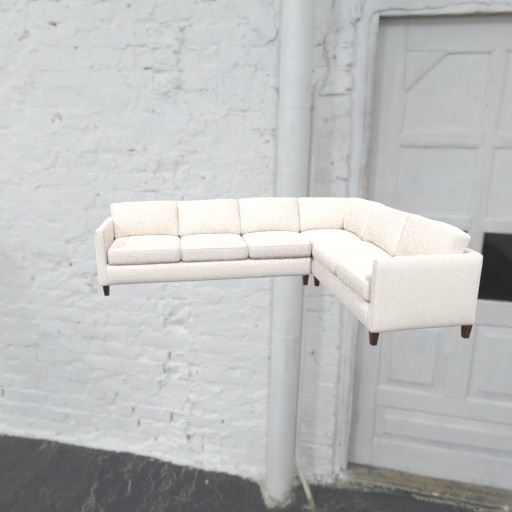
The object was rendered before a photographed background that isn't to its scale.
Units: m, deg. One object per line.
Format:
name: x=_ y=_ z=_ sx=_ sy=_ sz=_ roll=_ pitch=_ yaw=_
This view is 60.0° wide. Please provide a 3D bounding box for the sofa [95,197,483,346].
sofa: x=0.000 y=0.000 z=4.539 sx=3.302 sy=0.947 sz=2.593 roll=-2 pitch=15 yaw=-9
